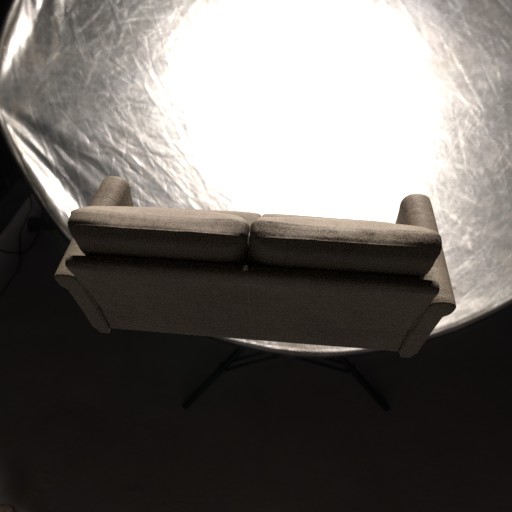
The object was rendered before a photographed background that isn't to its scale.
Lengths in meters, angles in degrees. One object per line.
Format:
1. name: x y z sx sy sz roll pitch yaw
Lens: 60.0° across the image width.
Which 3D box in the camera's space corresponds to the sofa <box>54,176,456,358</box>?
1. sofa: 0.000 0.000 2.411 1.935 0.942 0.842 4 46 4
